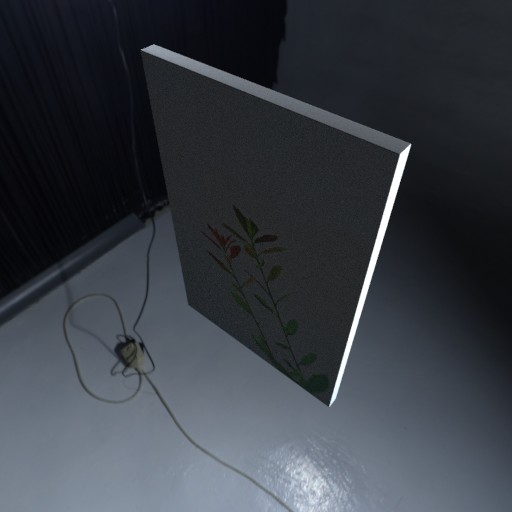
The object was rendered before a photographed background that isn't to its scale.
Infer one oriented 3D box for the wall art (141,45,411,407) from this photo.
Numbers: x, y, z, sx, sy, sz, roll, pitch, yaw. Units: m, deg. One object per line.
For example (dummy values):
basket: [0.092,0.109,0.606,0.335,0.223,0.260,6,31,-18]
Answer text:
wall art: [0.000,0.000,1.166,0.612,0.915,0.039,31,54,26]
